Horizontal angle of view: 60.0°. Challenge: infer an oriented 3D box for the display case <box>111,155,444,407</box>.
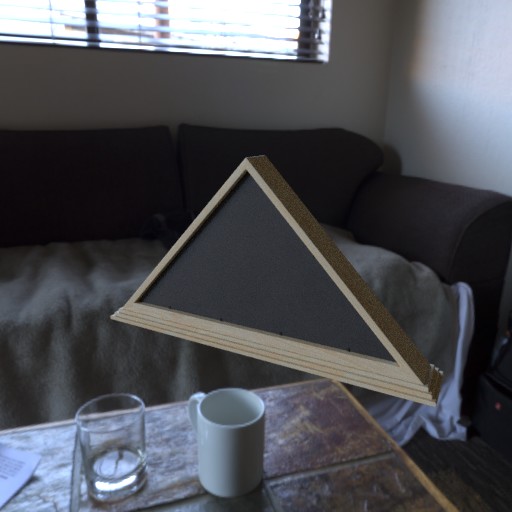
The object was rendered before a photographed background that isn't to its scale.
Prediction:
[{"bbox_3d":[0.000,0.000,0.775,0.640,0.340,0.095,9,19,27],"label":"display case"}]
